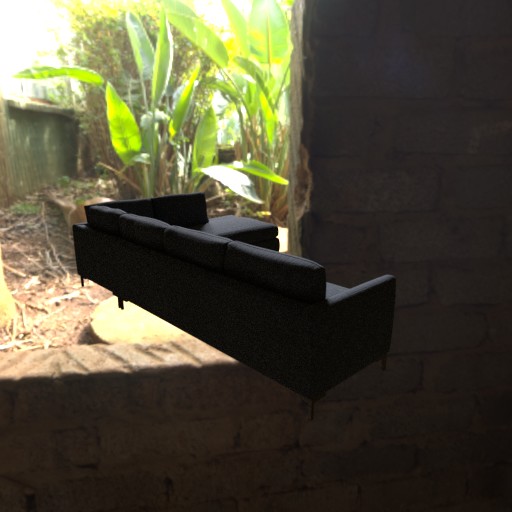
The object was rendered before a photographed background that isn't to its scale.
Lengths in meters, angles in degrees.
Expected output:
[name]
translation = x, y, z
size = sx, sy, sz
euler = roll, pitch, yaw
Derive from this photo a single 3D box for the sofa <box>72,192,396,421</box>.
[sofa]
translation = 0.000, 0.000, 3.842
size = 2.007, 0.815, 2.949
euler = -14, 21, -42
